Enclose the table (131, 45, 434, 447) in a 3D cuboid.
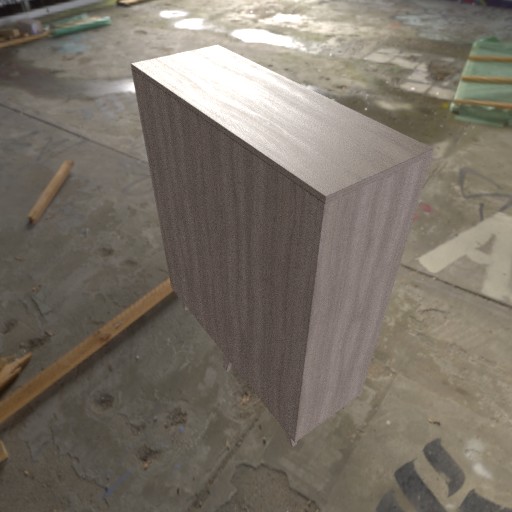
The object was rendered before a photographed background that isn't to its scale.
[{"bbox_3d":[0.000,0.000,1.920,0.398,1.388,1.111,-26,48,-26],"label":"table"}]
